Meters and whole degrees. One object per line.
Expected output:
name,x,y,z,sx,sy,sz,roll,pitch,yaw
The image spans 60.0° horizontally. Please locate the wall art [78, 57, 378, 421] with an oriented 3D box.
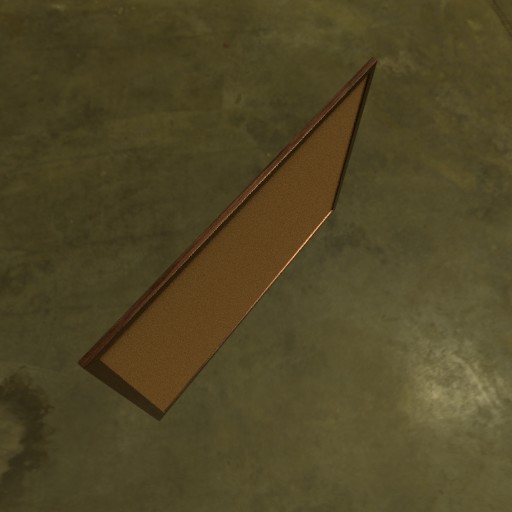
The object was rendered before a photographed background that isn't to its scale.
wall art,0.000,0.000,1.027,0.014,0.559,0.816,34,67,17
